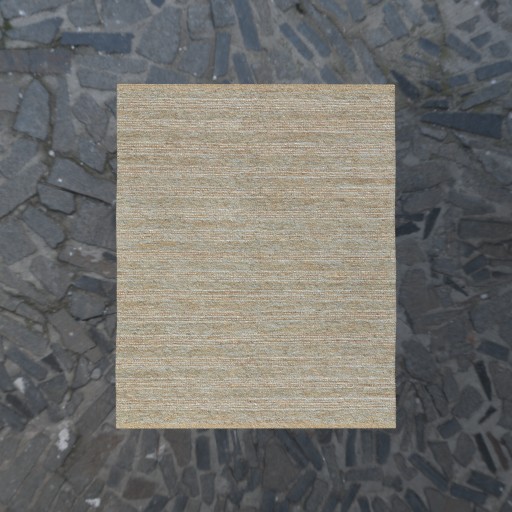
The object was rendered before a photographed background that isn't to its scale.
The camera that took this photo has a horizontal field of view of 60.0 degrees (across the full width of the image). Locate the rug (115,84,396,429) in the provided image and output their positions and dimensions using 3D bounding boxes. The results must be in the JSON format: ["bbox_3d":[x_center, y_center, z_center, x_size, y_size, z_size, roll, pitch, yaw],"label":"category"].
[{"bbox_3d":[0.000,0.000,3.910,2.471,0.012,3.034,0,89,0],"label":"rug"}]
